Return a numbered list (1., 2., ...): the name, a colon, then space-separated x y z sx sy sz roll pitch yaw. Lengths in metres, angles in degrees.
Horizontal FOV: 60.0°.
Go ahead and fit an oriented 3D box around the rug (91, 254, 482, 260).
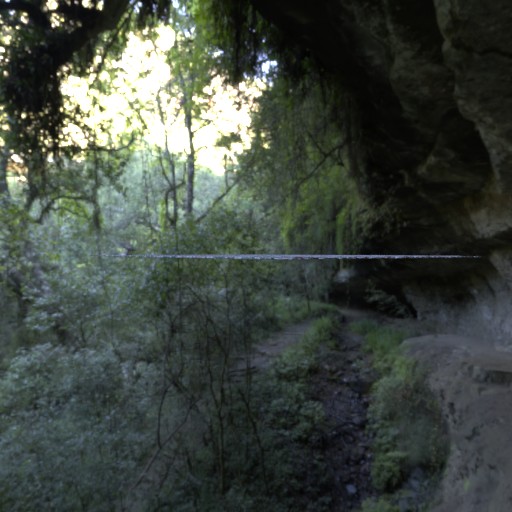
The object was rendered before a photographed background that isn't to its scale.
1. rug: 0.000 0.000 3.070 1.524 0.011 2.438 0 1 -37
